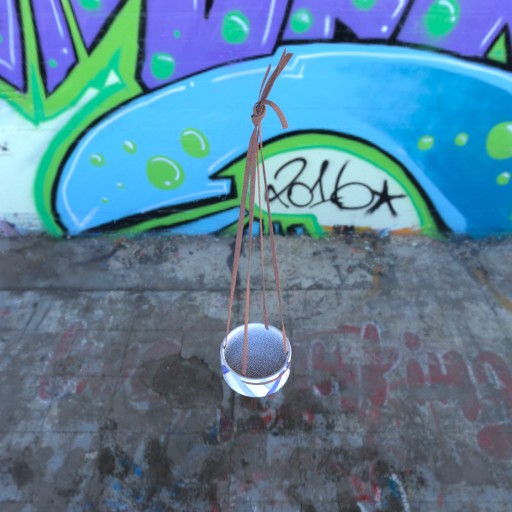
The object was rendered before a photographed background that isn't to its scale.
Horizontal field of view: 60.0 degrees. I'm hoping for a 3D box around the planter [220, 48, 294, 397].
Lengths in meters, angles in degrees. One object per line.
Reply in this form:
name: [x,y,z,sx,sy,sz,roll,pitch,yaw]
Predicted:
planter: [0.000,0.000,0.820,0.166,0.751,0.166,0,42,0]
